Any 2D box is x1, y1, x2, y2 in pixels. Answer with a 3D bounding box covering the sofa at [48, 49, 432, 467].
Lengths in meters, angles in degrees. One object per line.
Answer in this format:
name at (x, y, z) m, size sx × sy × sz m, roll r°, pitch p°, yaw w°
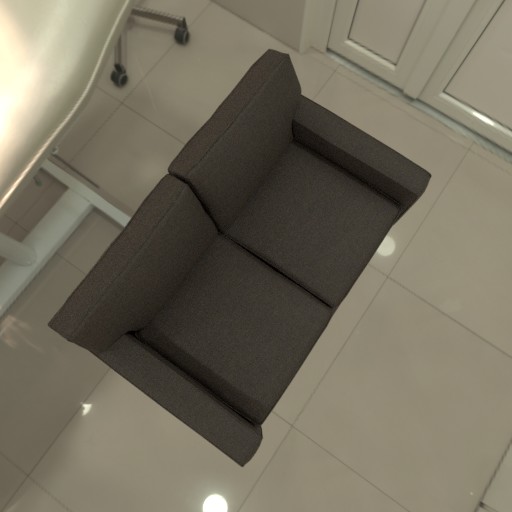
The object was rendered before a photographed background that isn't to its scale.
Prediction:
sofa at (0.000, 0.000, 2.082) m, size 0.974 × 0.887 × 1.534 m, roll 34°, pitch 78°, yaw 8°
